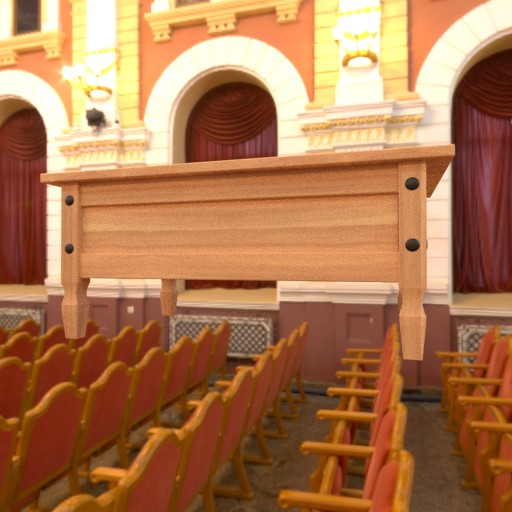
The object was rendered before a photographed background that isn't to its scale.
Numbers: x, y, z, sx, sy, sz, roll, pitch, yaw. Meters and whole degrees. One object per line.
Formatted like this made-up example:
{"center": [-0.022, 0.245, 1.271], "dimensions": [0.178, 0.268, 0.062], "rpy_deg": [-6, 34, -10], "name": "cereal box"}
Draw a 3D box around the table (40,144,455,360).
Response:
{"center": [0.000, 0.000, 1.298], "dimensions": [1.000, 0.437, 0.600], "rpy_deg": [0, -1, 17], "name": "table"}
